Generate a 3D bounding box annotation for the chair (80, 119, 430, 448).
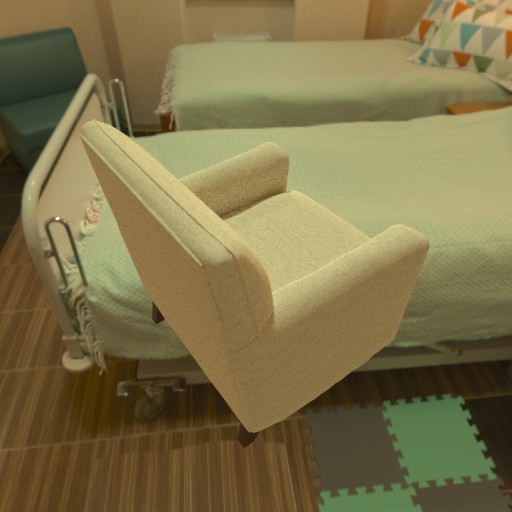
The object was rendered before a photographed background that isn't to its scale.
[{"bbox_3d":[0.000,0.000,1.617,0.823,0.943,0.870,-25,47,-26],"label":"chair"}]
